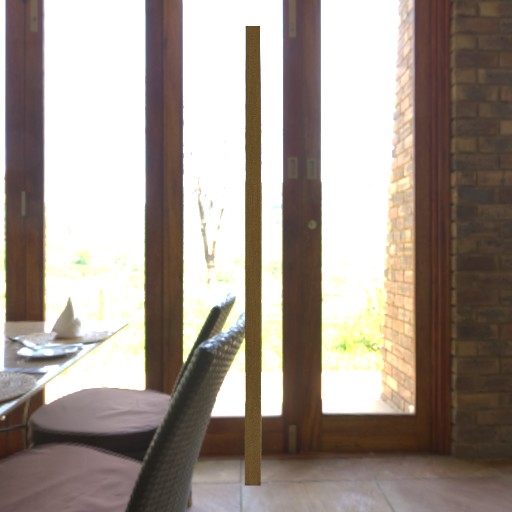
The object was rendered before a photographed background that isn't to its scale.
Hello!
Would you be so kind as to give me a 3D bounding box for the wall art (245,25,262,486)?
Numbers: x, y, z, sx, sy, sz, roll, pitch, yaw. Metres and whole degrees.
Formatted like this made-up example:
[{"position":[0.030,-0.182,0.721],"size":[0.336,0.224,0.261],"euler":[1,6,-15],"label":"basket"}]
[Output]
[{"position":[0.000,0.000,0.769],"size":[0.020,0.561,0.460],"euler":[0,0,1],"label":"wall art"}]
